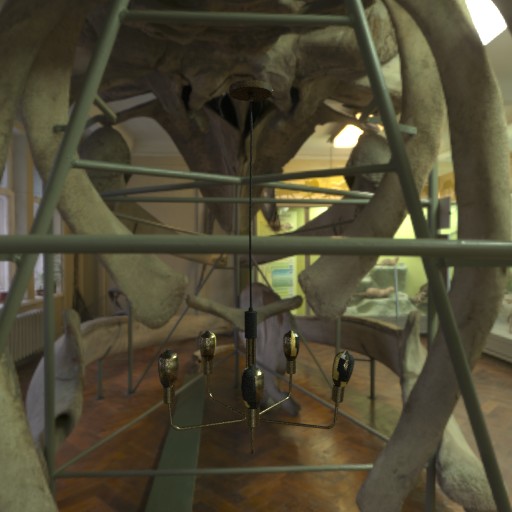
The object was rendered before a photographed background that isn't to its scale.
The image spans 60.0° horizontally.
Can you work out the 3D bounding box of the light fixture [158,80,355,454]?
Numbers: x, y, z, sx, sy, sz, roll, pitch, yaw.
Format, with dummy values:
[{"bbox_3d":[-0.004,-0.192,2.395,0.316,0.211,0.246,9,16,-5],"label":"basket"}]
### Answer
[{"bbox_3d":[0.000,0.000,1.383,0.588,1.059,0.532,0,1,-2],"label":"light fixture"}]
